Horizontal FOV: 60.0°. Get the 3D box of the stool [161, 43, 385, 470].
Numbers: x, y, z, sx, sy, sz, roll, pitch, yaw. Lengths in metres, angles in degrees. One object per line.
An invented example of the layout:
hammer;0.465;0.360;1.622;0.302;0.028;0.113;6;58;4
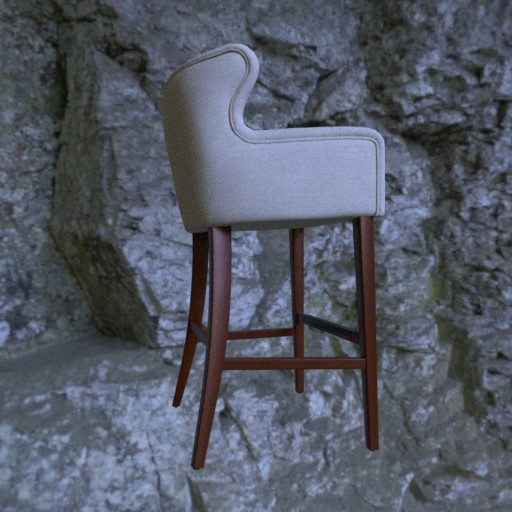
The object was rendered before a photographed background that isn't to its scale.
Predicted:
stool;0.000;0.000;1.353;0.563;1.034;0.556;0;0;-17
